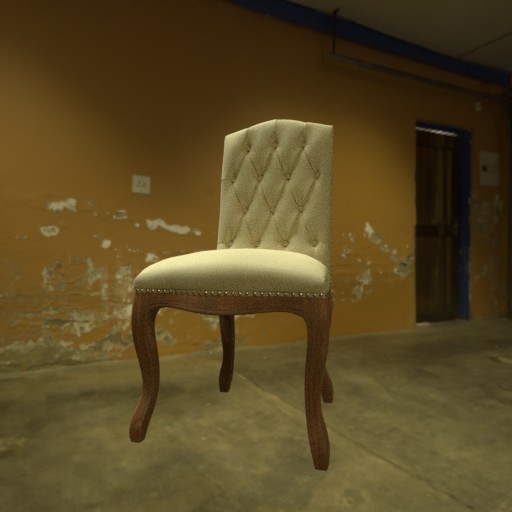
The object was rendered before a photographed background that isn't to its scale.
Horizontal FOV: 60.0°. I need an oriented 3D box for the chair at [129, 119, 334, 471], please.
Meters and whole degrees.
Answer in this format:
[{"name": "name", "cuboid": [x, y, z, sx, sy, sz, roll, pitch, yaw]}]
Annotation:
[{"name": "chair", "cuboid": [0.000, 0.000, 1.604, 0.623, 1.165, 0.715, 0, 0, 18]}]
